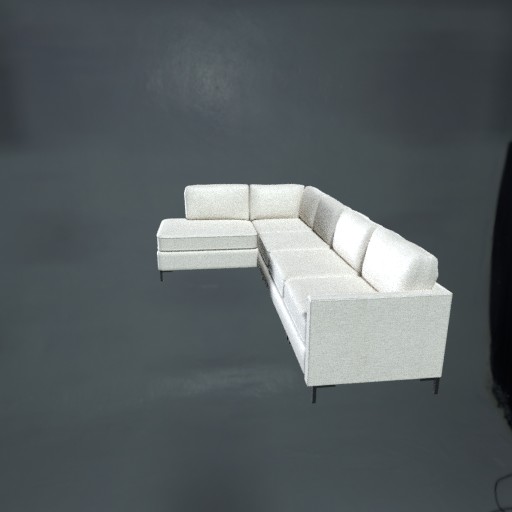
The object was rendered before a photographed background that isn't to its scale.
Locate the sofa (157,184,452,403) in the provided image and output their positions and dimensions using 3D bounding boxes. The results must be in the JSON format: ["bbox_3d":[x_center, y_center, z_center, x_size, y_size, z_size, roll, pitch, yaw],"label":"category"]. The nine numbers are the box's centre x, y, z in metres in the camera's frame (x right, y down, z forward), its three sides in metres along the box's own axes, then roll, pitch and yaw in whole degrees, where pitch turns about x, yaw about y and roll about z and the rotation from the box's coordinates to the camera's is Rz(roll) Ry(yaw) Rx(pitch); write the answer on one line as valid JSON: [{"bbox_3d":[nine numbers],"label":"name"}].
[{"bbox_3d":[0.000,0.000,4.301,2.048,0.996,3.384,-2,17,-7],"label":"sofa"}]
